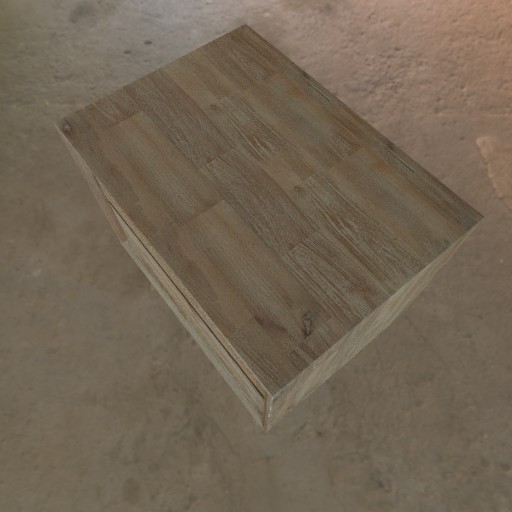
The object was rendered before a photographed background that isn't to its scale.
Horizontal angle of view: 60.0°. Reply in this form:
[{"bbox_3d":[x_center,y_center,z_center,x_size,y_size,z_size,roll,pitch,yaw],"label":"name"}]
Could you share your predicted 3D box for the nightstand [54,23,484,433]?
[{"bbox_3d":[0.000,0.000,0.936,0.396,0.589,0.552,-36,68,-17],"label":"nightstand"}]
